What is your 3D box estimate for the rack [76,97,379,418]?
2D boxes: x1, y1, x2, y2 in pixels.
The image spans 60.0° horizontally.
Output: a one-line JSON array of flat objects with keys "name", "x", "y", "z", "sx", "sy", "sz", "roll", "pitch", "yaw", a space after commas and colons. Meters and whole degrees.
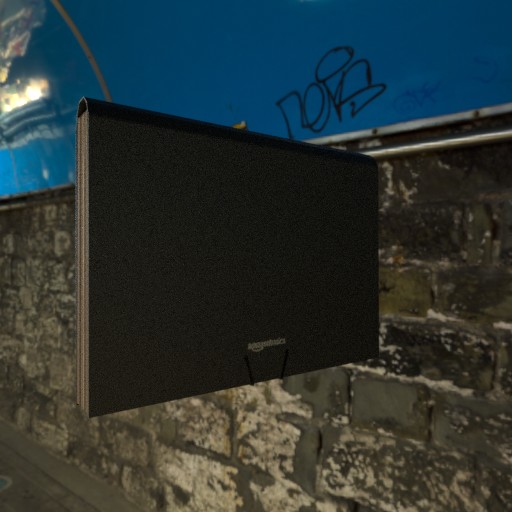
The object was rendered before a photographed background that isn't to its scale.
[{"name": "rack", "x": 0.000, "y": 0.000, "z": 0.436, "sx": 0.330, "sy": 0.241, "sz": 0.041, "roll": 0, "pitch": 0, "yaw": -36}]
